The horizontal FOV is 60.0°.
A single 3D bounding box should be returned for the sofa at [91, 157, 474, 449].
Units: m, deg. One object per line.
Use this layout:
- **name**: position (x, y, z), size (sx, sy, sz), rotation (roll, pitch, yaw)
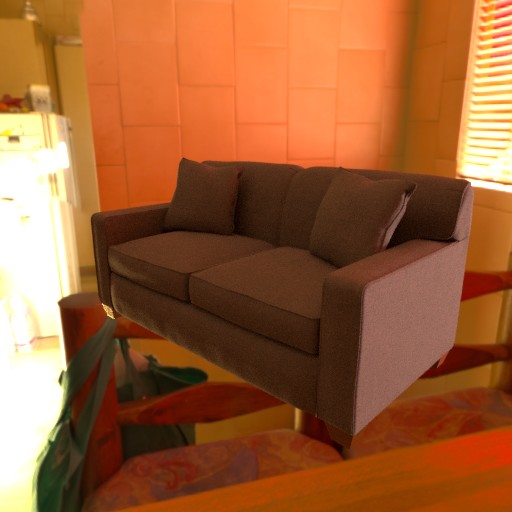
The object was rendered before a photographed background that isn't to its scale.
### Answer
- **sofa**: position (0.000, 0.000, 2.378), size (1.846, 0.958, 1.000), rotation (15, 22, 41)
